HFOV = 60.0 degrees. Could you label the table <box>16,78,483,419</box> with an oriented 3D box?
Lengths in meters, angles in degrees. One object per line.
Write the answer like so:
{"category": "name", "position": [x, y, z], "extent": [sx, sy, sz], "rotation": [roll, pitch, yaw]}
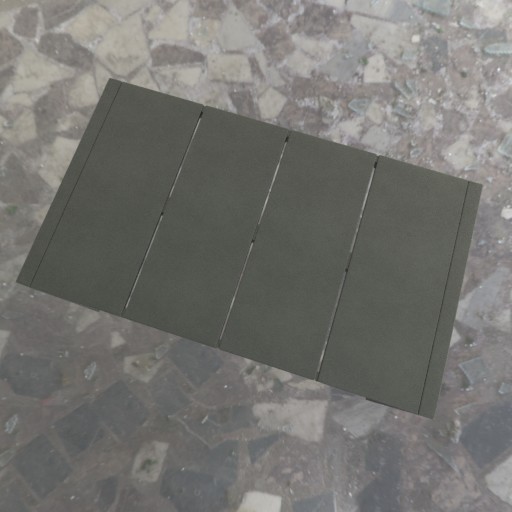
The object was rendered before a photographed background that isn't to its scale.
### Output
{"category": "table", "position": [0.000, 0.000, 1.252], "extent": [0.965, 0.460, 0.559], "rotation": [17, 76, 4]}
